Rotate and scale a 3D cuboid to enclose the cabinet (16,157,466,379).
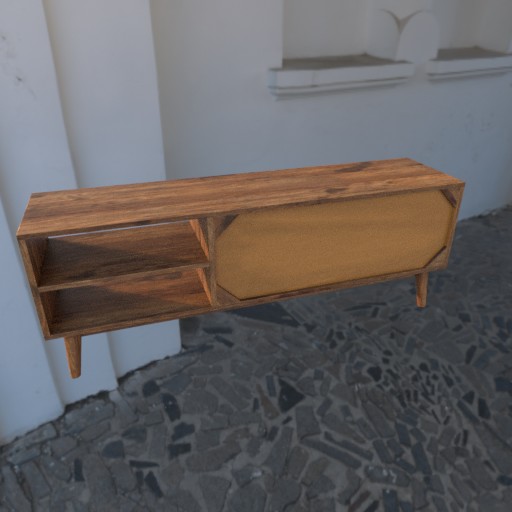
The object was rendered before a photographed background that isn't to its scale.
[{"bbox_3d":[0.000,0.000,1.640,1.448,0.528,0.349,-9,29,-16],"label":"cabinet"}]
